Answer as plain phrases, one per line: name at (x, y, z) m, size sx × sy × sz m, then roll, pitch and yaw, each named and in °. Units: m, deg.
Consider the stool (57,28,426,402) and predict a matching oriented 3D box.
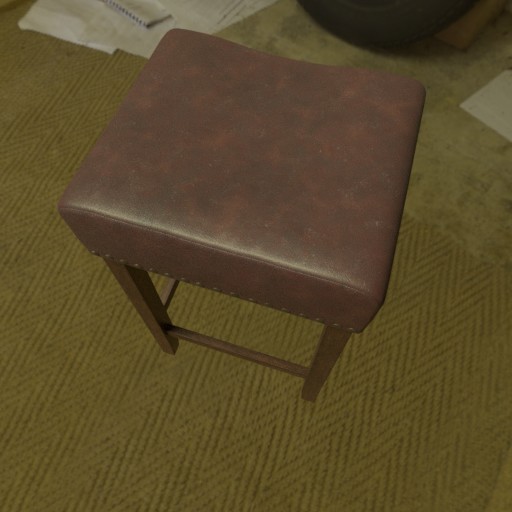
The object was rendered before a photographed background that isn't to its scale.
stool at (0.000, 0.000, 0.985) m, size 0.465 × 0.769 × 0.401 m, roll 16°, pitch 63°, yaw 8°
